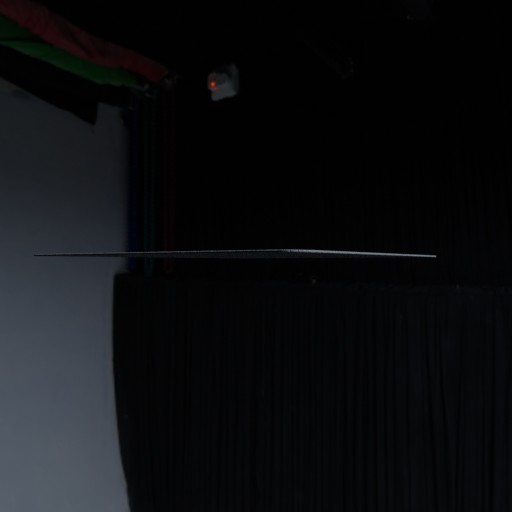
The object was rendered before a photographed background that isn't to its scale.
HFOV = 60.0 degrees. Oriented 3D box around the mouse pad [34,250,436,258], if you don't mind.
[{"bbox_3d":[0.000,0.000,0.630,0.393,0.002,0.451,-1,-1,35],"label":"mouse pad"}]
